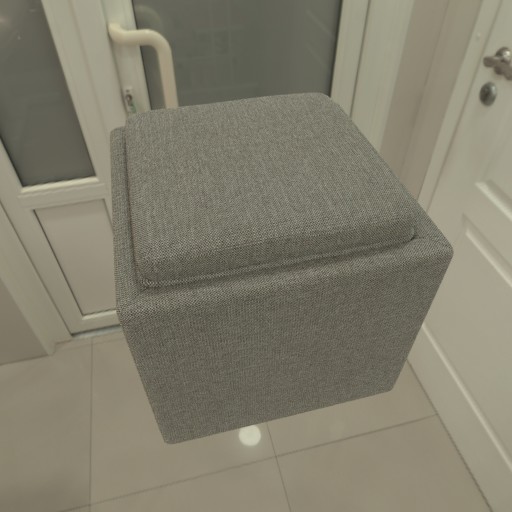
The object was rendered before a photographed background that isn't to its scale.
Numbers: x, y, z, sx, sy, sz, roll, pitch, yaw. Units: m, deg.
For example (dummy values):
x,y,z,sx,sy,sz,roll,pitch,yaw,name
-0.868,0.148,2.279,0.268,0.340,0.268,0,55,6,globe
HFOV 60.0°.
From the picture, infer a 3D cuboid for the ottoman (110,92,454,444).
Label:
x,y,z,sx,sy,sz,roll,pitch,yaw,name
0.000,0.000,0.825,0.450,0.460,0.450,-10,46,-10,ottoman
